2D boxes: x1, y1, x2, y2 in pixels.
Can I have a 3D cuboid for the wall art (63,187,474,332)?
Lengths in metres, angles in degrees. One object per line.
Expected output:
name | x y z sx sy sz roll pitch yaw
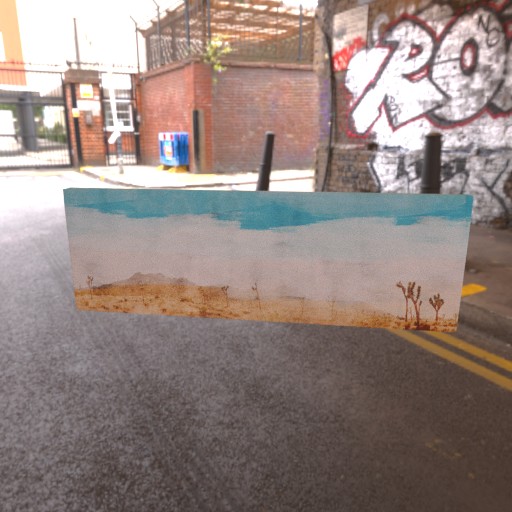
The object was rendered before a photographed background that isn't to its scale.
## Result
wall art | 0.000 0.000 0.864 0.759 0.254 0.044 2 16 8
